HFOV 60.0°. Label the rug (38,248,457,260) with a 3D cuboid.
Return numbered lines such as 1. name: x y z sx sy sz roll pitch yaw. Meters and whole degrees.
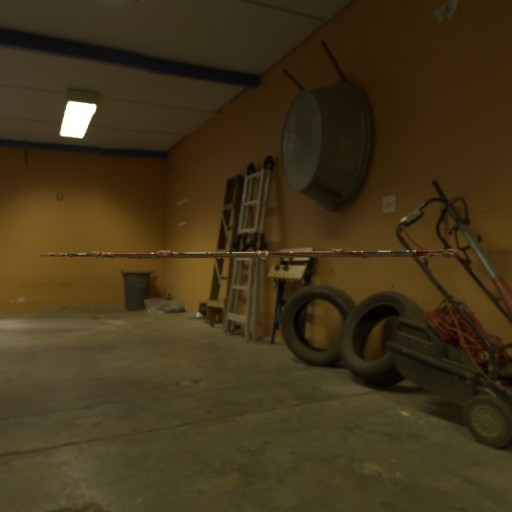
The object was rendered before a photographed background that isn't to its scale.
1. rug: 0.000 0.000 3.113 2.450 0.048 1.778 0 -1 18
